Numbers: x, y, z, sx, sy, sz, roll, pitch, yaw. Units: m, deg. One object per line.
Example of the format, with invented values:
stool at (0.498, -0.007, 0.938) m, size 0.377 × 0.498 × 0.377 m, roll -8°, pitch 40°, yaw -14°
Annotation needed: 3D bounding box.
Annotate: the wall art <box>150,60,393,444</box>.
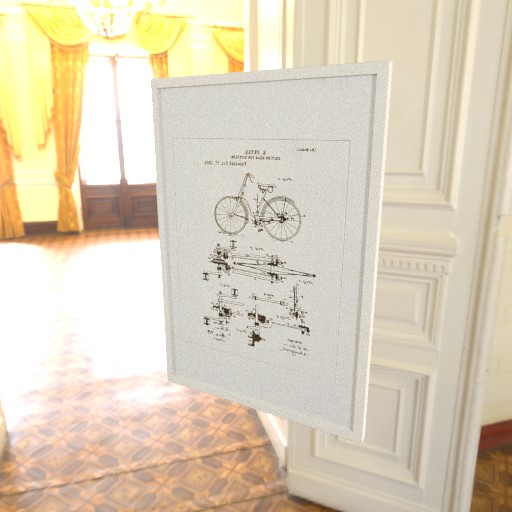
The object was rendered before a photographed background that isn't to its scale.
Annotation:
wall art at (0.000, 0.000, 0.616) m, size 0.332 × 0.477 × 0.015 m, roll 8°, pitch 17°, yaw 27°
